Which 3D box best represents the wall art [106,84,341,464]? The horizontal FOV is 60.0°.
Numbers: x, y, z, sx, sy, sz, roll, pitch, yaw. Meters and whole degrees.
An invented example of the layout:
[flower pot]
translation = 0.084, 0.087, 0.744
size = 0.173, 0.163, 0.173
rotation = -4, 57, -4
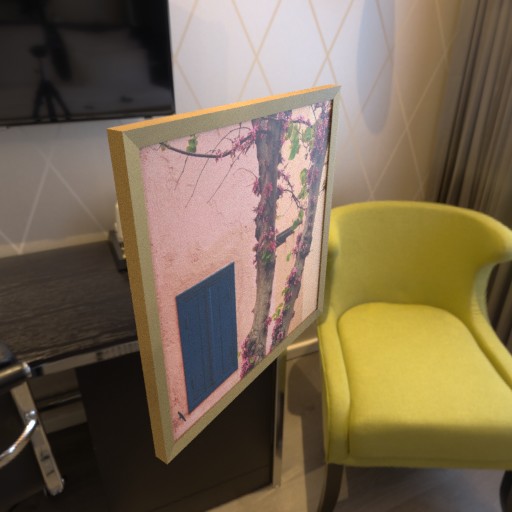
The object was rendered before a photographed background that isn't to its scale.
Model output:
[wall art]
translation = 0.000, 0.000, 1.144
size = 0.038, 0.762, 0.762
rotation = 18, 32, 31
